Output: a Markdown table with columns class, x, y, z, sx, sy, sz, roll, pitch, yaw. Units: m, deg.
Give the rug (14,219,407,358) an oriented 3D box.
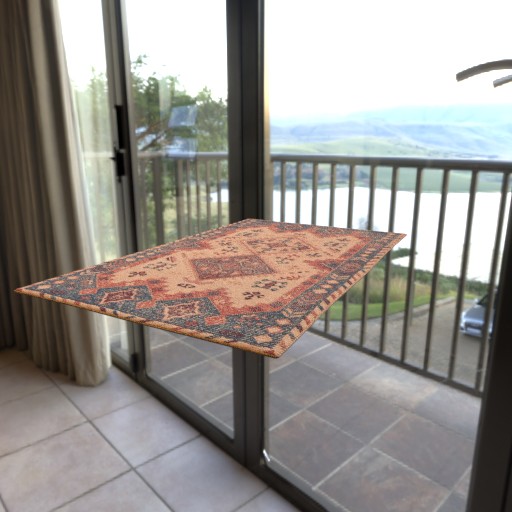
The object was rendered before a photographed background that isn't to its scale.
| class | x | y | z | sx | sy | sz | roll | pitch | yaw |
| --- | --- | --- | --- | --- | --- | --- | --- | --- | --- |
| rug | 0.000 | 0.000 | 2.980 | 1.521 | 0.023 | 2.464 | 8 | 17 | 28 |
